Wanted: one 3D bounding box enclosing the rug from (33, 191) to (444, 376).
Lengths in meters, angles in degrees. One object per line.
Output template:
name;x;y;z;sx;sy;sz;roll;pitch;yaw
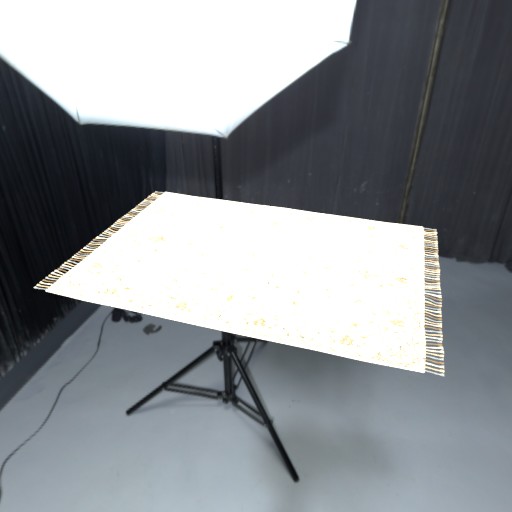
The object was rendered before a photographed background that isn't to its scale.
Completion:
rug;0.000;0.000;2.364;1.861;0.017;1.218;9;33;15
